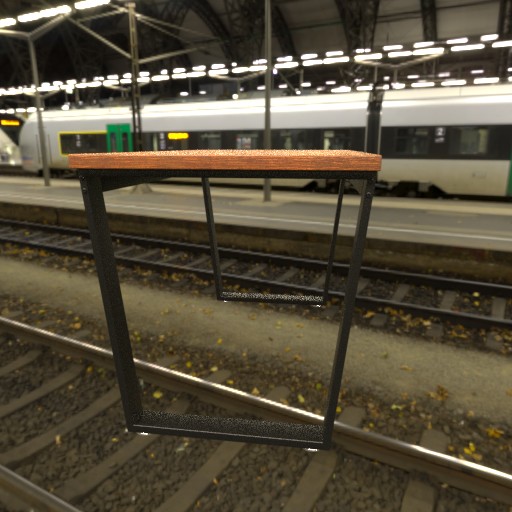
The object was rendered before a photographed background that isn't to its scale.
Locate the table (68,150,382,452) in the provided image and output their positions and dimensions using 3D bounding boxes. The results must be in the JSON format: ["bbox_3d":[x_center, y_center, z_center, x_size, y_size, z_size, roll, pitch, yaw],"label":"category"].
[{"bbox_3d":[0.000,0.000,1.656,0.714,0.760,1.205,2,14,8],"label":"table"}]
